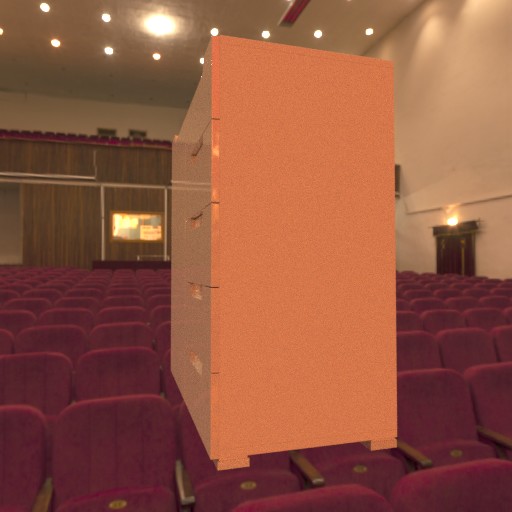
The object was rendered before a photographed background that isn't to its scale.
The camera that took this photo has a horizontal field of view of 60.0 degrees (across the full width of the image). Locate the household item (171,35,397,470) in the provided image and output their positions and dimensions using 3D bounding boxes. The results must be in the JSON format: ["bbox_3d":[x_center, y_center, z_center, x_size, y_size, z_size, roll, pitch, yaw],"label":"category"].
[{"bbox_3d":[0.000,0.000,1.322,0.420,0.870,0.800,1,-2,-16],"label":"household item"}]
